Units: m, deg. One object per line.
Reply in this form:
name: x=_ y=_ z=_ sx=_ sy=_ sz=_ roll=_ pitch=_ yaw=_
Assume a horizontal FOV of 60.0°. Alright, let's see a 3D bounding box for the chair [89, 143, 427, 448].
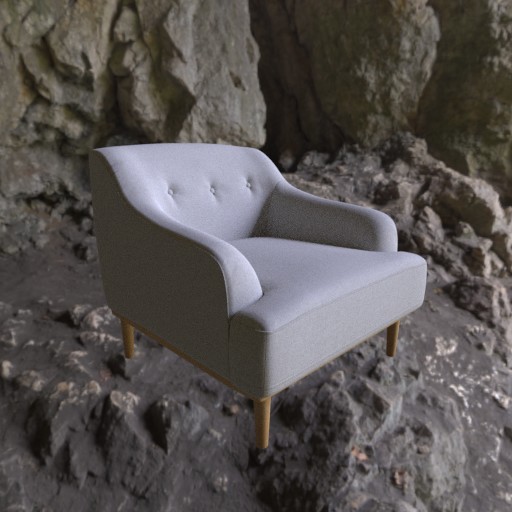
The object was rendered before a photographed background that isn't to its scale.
chair: x=0.000 y=0.000 z=1.663 sx=0.951 sy=0.818 sz=0.946 roll=14 pitch=20 yaw=42
